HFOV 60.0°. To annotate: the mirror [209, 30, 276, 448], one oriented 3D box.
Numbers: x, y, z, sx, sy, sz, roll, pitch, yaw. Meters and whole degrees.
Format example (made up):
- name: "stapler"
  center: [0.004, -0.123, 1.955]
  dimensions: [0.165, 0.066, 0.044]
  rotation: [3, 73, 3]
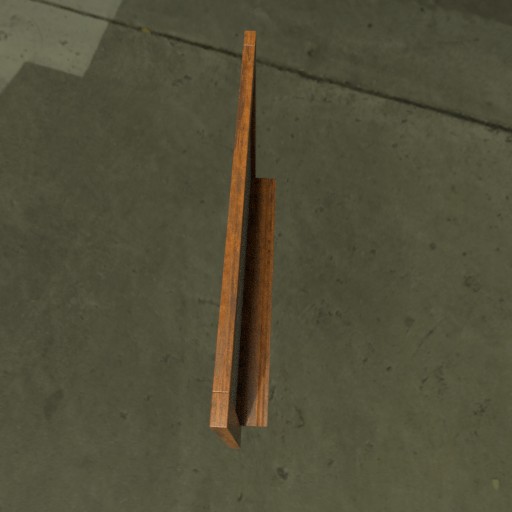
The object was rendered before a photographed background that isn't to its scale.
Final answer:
- name: "mirror"
  center: [0.000, 0.000, 0.977]
  dimensions: [0.084, 0.537, 0.758]
  rotation: [3, 64, 1]
